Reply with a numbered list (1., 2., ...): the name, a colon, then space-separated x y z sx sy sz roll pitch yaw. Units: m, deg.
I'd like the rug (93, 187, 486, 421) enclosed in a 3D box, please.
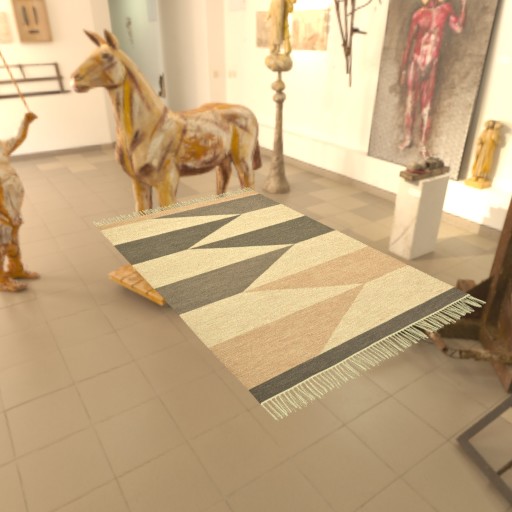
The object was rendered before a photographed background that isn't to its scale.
1. rug: 0.000 0.000 2.480 1.224 0.027 2.021 -18 32 -30
